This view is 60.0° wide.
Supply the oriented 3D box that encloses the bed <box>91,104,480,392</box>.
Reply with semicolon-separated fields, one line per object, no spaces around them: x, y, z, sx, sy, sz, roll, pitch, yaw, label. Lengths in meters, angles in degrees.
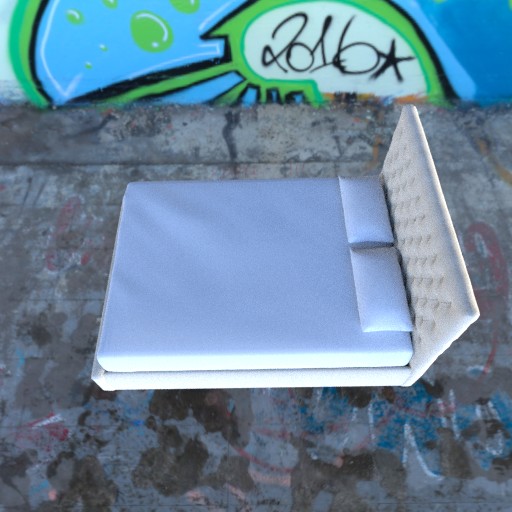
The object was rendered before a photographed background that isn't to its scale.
0.000;0.000;3.355;2.387;1.427;1.698;-1;58;-1;bed
